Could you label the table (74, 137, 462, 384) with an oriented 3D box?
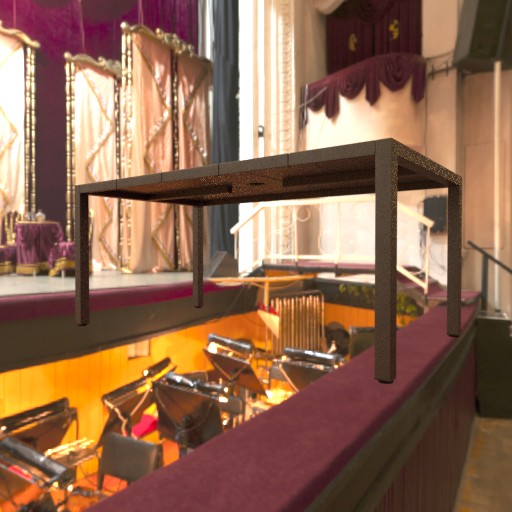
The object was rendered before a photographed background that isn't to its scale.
[{"bbox_3d":[0.000,0.000,2.175,1.680,0.735,0.914,1,1,37],"label":"table"}]
